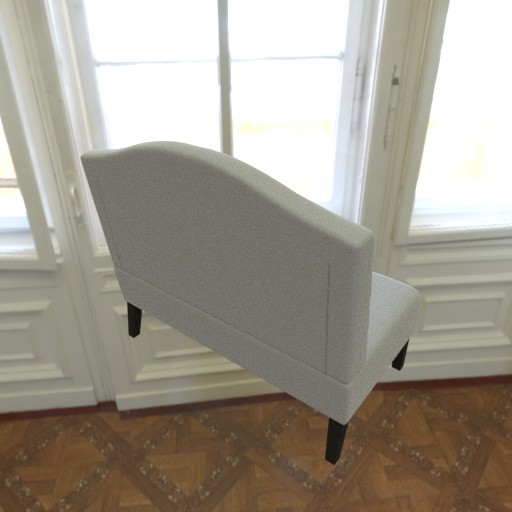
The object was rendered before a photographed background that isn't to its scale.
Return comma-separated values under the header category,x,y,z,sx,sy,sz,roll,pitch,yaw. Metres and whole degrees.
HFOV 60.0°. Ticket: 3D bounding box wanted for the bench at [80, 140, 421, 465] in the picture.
category,x,y,z,sx,sy,sz,roll,pitch,yaw
bench,0.000,0.000,2.037,1.335,1.180,0.815,21,36,32
